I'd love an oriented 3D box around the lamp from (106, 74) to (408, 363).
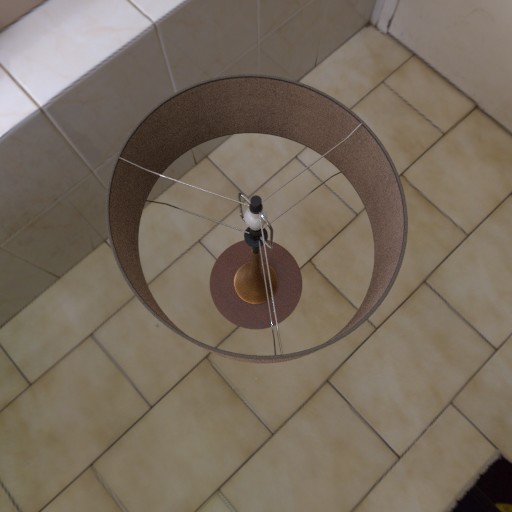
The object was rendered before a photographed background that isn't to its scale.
[{"bbox_3d":[0.000,0.000,0.851,0.396,0.551,0.417,-40,78,-10],"label":"lamp"}]
